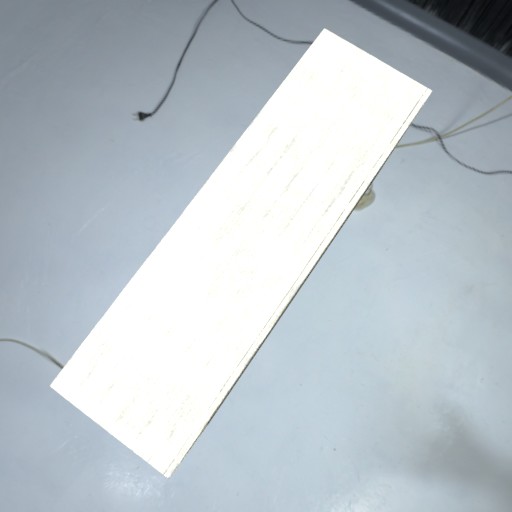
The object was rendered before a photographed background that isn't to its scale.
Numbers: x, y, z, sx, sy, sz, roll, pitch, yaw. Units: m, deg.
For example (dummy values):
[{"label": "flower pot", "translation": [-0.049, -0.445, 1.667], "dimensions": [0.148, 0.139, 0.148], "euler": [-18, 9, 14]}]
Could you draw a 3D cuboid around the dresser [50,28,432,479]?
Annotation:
[{"label": "dresser", "translation": [0.000, 0.000, 1.971], "dimensions": [0.483, 0.889, 1.628], "euler": [34, 79, 7]}]
